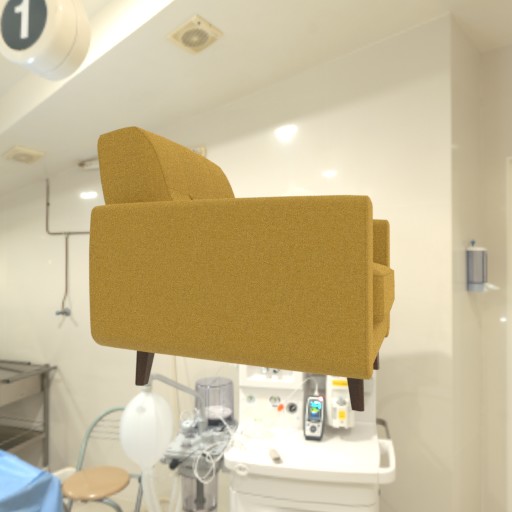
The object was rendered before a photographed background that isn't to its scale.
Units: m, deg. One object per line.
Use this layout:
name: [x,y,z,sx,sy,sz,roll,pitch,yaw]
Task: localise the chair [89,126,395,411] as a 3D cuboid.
chair: [0.000,0.000,1.567,0.909,0.841,0.831,0,-1,20]
